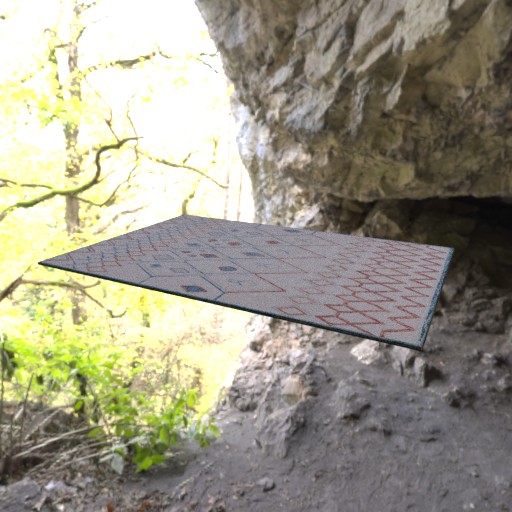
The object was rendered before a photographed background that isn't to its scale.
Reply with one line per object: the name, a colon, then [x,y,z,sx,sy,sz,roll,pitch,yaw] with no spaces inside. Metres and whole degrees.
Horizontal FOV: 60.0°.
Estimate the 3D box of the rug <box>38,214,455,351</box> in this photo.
rug: [0.000,0.000,2.324,1.829,0.016,1.219,9,20,26]
